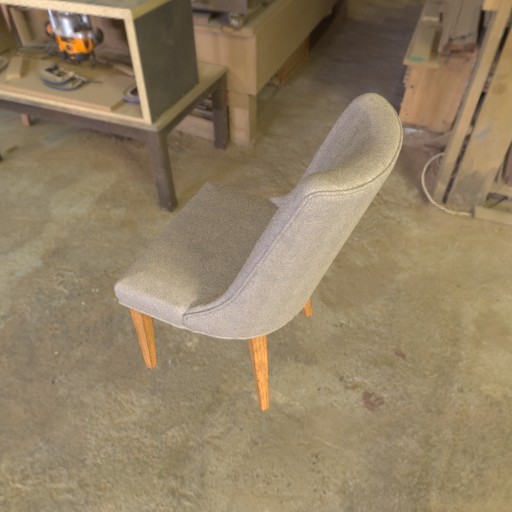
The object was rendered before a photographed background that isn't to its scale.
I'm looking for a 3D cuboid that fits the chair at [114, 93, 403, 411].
[{"bbox_3d":[0.000,0.000,1.300,0.636,0.916,0.548,18,48,17],"label":"chair"}]
